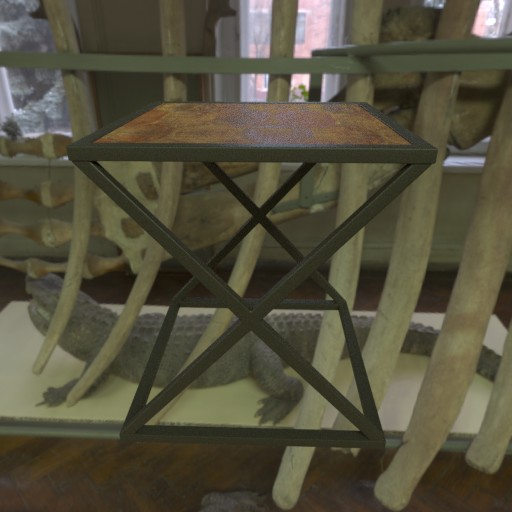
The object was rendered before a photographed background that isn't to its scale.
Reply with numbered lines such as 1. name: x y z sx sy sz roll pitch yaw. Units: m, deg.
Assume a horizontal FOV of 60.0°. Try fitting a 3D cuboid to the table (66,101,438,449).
1. table: 0.000 0.000 0.940 0.500 0.565 0.500 1 26 2
